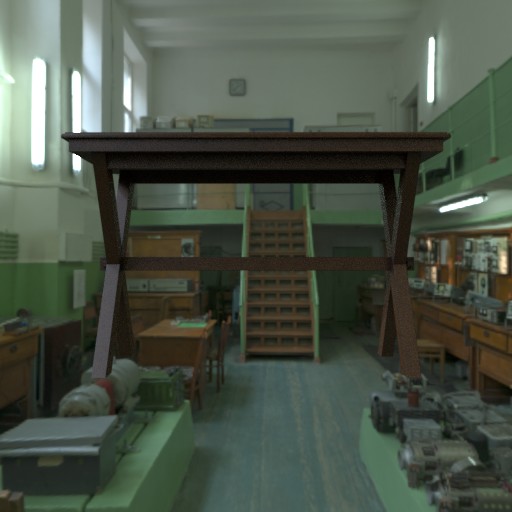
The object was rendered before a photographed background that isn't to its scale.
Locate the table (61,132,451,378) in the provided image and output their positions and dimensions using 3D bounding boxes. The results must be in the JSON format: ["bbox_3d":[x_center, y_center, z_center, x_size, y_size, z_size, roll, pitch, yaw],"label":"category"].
[{"bbox_3d":[0.000,0.000,1.561,1.197,0.763,0.399,0,0,0],"label":"table"}]
